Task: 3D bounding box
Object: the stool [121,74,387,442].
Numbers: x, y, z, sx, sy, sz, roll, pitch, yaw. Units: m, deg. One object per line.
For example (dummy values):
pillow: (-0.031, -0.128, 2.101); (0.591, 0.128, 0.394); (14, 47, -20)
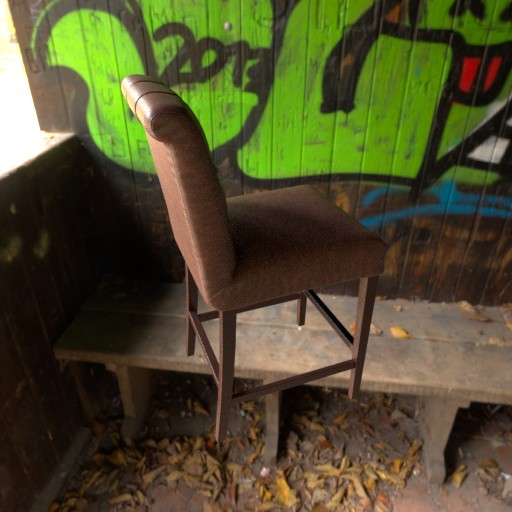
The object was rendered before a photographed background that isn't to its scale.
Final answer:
stool: (0.000, 0.000, 1.436); (0.660, 1.084, 0.486); (-11, 33, -18)
